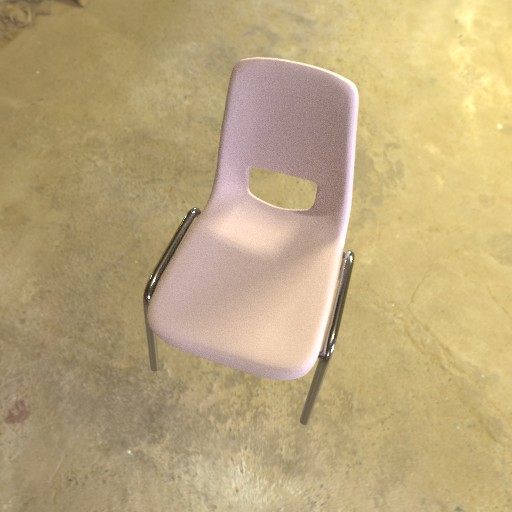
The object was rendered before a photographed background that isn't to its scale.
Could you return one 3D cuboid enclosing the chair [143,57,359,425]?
[{"bbox_3d":[0.000,0.000,0.798,0.354,0.537,0.385,16,59,10],"label":"chair"}]
